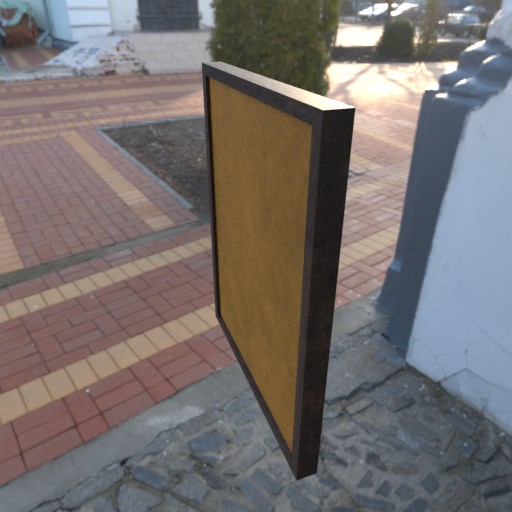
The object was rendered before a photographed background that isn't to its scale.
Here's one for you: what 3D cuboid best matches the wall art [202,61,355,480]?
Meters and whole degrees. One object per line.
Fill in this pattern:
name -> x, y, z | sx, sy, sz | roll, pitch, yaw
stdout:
wall art -> 0.000, 0.000, 0.541 | 0.027, 0.406, 0.329 | -10, 31, -18
